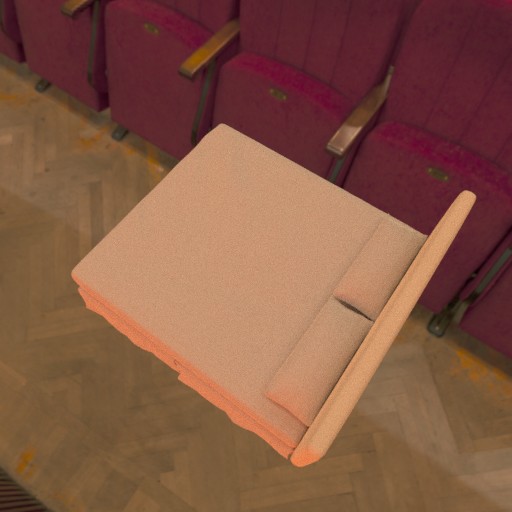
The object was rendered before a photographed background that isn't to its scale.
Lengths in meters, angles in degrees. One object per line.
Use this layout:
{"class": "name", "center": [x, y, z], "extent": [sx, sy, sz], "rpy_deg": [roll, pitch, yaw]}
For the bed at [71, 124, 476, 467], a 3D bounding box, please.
{"class": "bed", "center": [0.000, 0.000, 3.530], "extent": [2.341, 1.317, 2.119], "rpy_deg": [33, 67, 16]}
